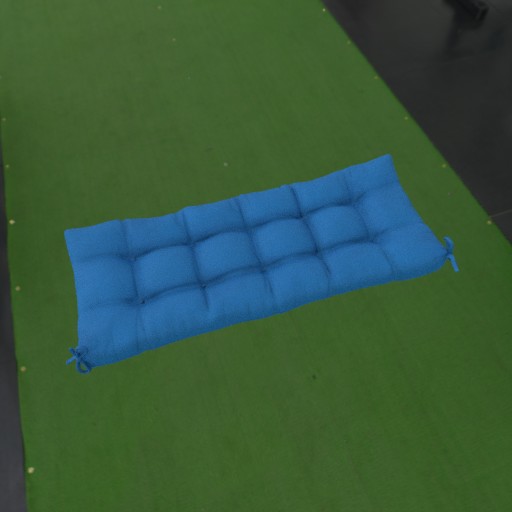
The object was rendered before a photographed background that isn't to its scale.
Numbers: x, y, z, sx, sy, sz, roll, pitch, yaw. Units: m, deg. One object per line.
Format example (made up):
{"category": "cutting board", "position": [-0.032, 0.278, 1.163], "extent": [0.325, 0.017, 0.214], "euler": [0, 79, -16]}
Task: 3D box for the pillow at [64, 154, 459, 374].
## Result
{"category": "pillow", "position": [0.000, 0.000, 1.370], "extent": [1.194, 0.174, 0.511], "euler": [-15, 60, -9]}
